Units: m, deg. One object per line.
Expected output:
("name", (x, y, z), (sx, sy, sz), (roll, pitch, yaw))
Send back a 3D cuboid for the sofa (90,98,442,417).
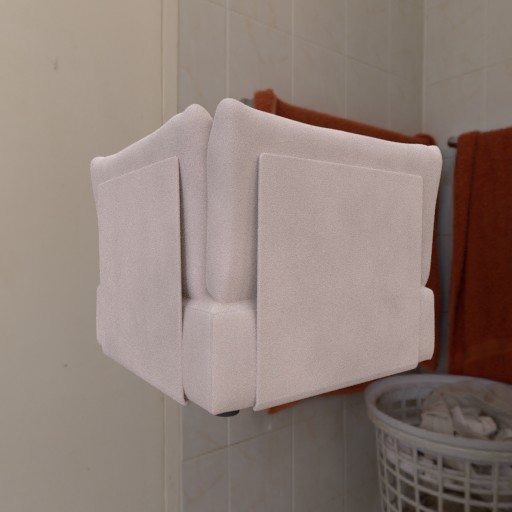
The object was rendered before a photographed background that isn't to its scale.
("sofa", (0.000, 0.000, 1.734), (1.000, 0.820, 1.000), (-1, 2, -36))
